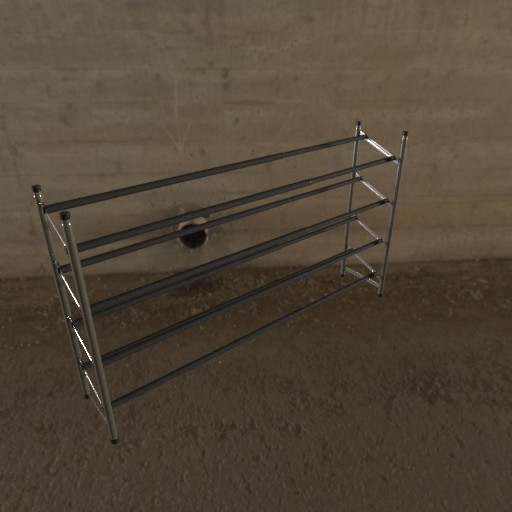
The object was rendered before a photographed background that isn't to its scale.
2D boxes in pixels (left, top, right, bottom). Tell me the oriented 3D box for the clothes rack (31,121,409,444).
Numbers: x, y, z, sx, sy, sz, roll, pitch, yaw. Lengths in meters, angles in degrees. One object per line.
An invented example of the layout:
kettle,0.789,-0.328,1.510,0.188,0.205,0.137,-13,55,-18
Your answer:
clothes rack,0.000,0.000,1.431,1.168,0.672,0.229,-21,35,-33
